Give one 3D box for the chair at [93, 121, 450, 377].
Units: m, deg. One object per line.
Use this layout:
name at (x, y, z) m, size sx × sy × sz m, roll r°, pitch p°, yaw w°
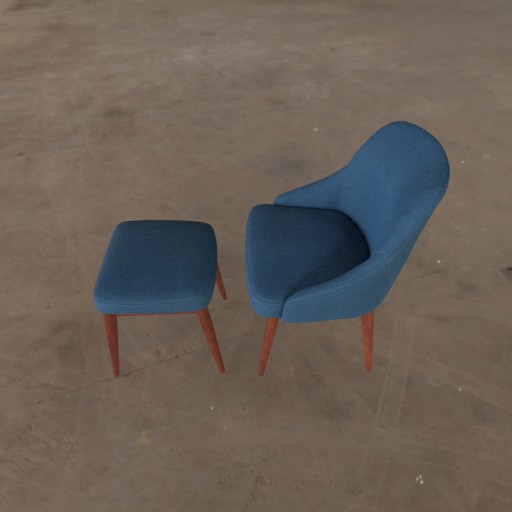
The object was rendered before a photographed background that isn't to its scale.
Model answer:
chair at (0.000, 0.000, 1.598) m, size 1.114 × 0.866 × 0.584 m, roll -1°, pitch 42°, yaw -1°
